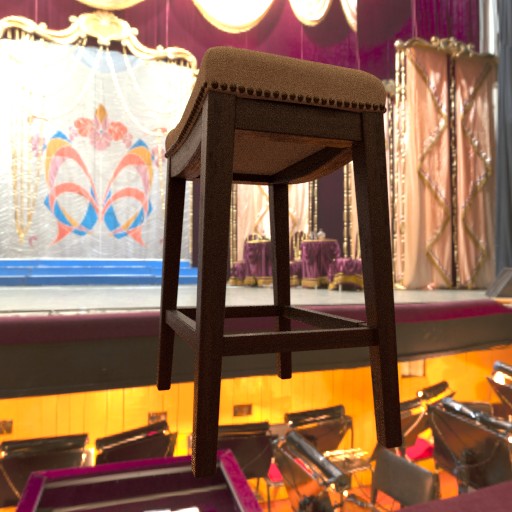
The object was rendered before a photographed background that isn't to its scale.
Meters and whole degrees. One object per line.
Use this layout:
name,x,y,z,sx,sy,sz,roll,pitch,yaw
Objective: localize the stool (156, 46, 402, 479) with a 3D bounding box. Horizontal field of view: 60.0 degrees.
stool,0.000,0.000,0.954,0.363,0.669,0.509,0,-1,-19
